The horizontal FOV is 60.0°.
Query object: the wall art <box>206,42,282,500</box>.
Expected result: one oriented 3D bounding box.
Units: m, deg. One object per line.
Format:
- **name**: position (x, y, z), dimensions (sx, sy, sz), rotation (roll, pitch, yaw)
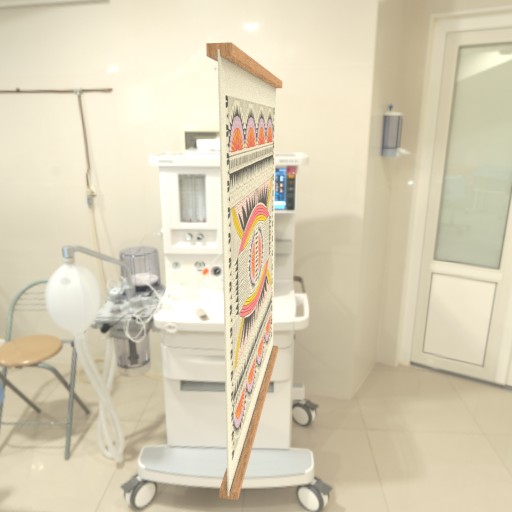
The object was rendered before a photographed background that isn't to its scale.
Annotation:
- **wall art**: position (0.000, 0.000, 0.776), dimensions (0.028, 0.609, 0.456), rotation (3, 17, 10)
